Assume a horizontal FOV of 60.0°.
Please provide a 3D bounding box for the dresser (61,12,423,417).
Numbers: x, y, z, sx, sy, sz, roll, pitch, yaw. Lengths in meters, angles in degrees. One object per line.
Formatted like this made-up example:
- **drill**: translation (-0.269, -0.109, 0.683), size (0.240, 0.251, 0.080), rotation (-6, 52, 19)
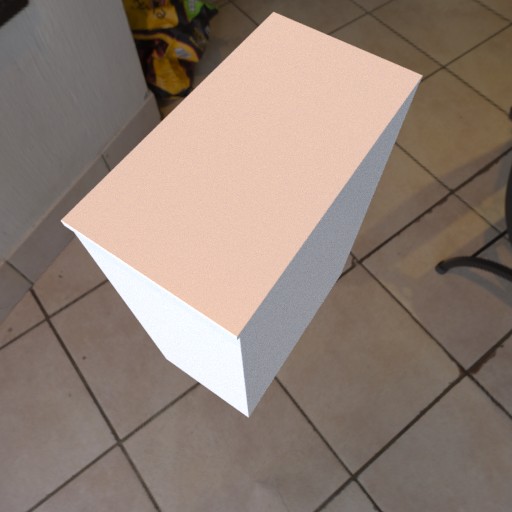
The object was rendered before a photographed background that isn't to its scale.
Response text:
- **dresser**: translation (0.000, 0.000, 1.335), size (0.401, 1.021, 0.704), rotation (31, 67, 15)
